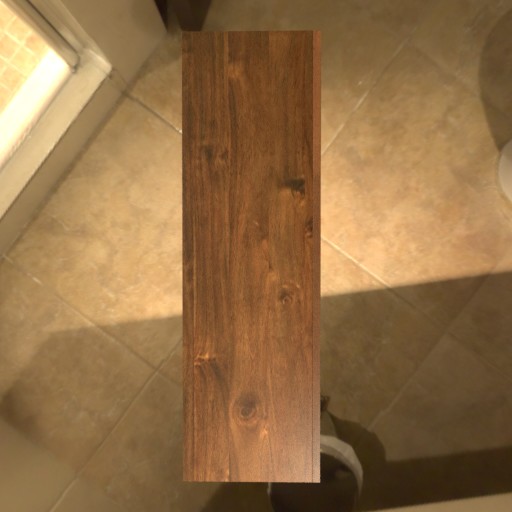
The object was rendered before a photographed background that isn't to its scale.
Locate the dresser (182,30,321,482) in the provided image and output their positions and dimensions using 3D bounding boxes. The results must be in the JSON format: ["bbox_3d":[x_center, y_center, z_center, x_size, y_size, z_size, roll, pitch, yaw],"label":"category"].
[{"bbox_3d":[0.000,0.000,1.811,0.446,0.873,1.400,0,91,1],"label":"dresser"}]
